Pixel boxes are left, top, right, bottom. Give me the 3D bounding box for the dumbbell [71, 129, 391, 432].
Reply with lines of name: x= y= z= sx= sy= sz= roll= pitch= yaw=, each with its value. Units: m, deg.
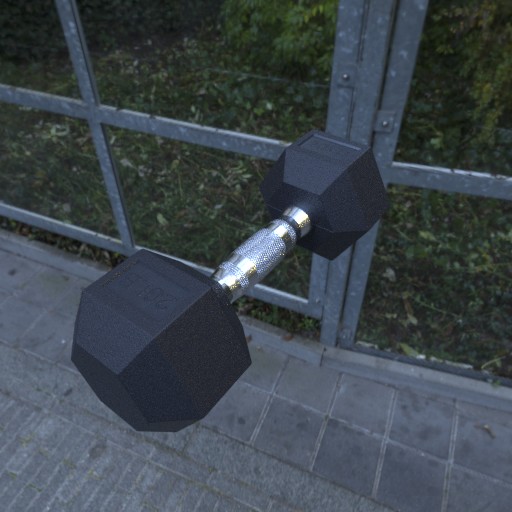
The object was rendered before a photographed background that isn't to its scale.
dumbbell: x=0.000 y=0.000 z=0.322 sx=0.106 sy=0.092 sz=0.272 roll=26 pitch=48 yaw=26
